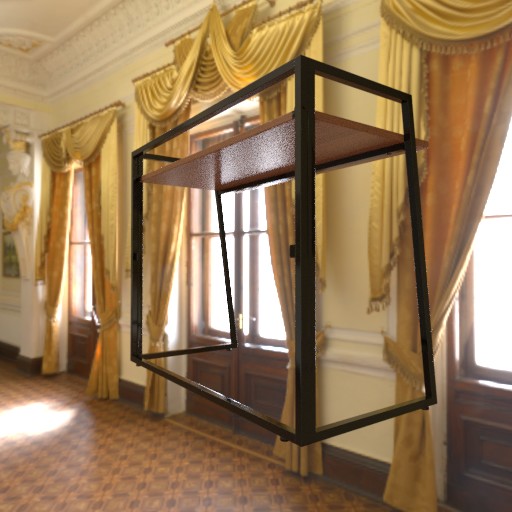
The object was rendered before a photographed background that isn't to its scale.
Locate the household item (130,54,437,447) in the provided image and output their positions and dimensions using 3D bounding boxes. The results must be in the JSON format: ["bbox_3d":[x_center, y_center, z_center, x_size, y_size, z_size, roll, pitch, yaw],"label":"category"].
[{"bbox_3d":[0.000,0.000,1.532,0.510,0.860,1.050,1,-1,-36],"label":"household item"}]
